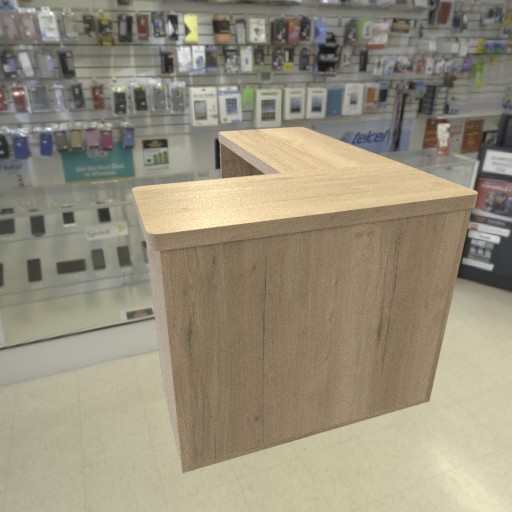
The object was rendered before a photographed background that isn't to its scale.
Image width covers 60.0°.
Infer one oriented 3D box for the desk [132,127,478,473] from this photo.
[{"bbox_3d":[0.000,0.000,1.735,0.900,0.760,1.169,-9,27,-17],"label":"desk"}]
